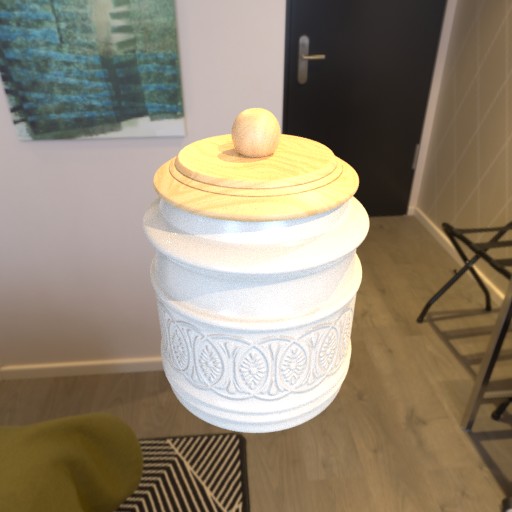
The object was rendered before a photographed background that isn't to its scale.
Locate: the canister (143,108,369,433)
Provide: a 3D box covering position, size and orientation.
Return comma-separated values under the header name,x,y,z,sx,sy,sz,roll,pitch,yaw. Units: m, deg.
name,x,y,z,sx,sy,sz,roll,pitch,yaw
canister,0.000,0.000,0.274,0.130,0.176,0.130,0,30,0
